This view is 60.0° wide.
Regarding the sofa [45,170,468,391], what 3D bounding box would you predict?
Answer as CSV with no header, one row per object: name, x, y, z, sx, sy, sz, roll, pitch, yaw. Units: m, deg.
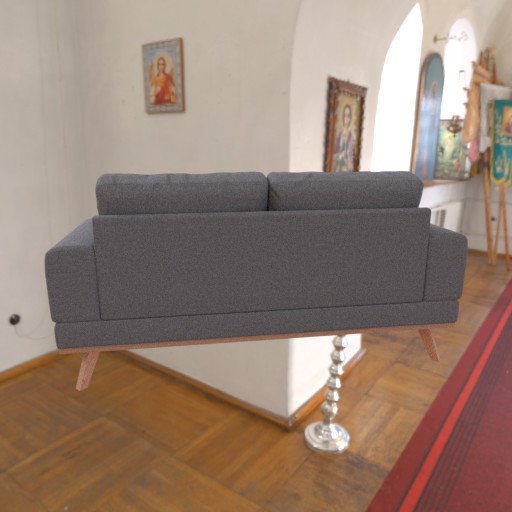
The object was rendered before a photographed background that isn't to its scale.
sofa,0.000,0.000,2.069,1.650,0.810,0.785,-2,15,-9
